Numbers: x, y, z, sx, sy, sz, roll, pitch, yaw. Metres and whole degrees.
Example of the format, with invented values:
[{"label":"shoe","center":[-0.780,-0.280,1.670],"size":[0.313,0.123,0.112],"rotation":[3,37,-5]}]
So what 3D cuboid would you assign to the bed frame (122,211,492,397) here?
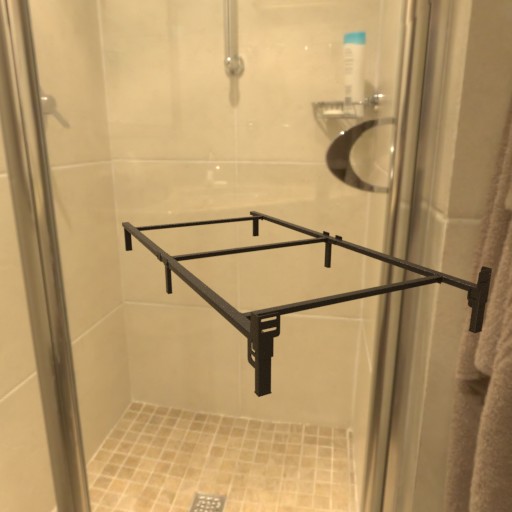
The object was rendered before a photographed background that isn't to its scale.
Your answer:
[{"label":"bed frame","center":[0.000,0.000,2.248],"size":[0.968,0.248,1.897],"rotation":[-8,17,-26]}]
